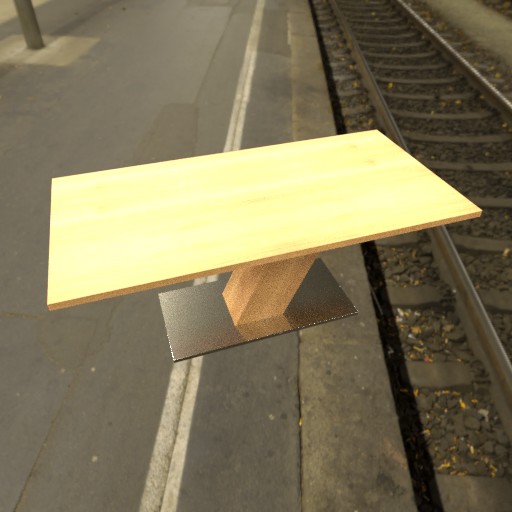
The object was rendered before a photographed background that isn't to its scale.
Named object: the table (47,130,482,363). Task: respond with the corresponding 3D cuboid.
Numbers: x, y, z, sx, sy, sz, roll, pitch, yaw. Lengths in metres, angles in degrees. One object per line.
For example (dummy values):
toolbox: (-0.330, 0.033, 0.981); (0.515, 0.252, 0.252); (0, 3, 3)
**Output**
table: (0.000, 0.000, 2.296); (1.800, 0.750, 0.900); (-12, 41, -14)
